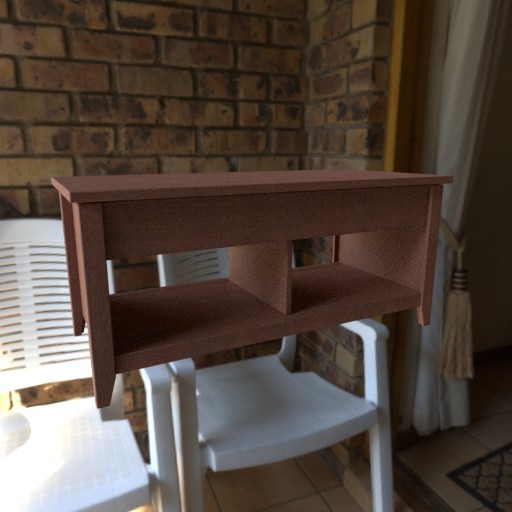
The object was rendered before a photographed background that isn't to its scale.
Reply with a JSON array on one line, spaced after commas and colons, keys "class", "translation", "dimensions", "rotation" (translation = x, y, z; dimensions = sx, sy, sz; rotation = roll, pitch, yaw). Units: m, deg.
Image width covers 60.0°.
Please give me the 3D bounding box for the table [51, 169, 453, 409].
[{"class": "table", "translation": [0.000, 0.000, 1.292], "dimensions": [1.016, 0.457, 0.483], "rotation": [-7, 15, -27]}]
